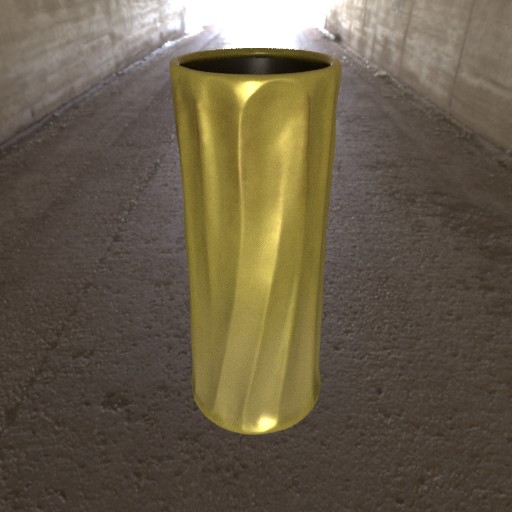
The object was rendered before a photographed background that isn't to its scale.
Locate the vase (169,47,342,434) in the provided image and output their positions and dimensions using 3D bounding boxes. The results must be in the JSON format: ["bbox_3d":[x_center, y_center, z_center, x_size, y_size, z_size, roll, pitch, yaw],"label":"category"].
[{"bbox_3d":[0.000,0.000,0.174,0.061,0.143,0.061,0,33,0],"label":"vase"}]
